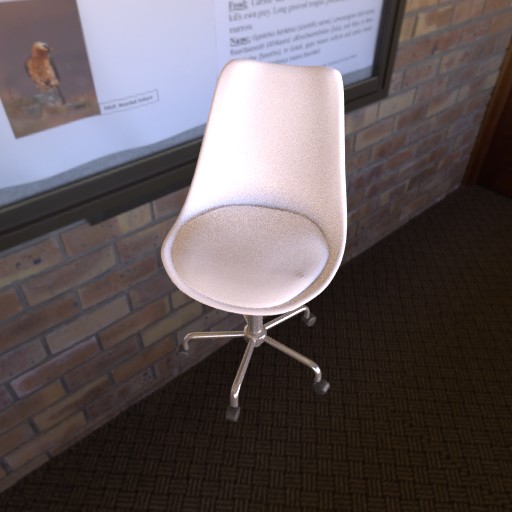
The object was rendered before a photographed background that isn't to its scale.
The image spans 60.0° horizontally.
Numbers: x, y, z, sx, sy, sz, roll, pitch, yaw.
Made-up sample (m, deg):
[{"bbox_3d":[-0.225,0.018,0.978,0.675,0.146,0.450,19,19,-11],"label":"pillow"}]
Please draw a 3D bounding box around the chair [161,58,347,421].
[{"bbox_3d":[0.000,0.000,1.284,0.550,0.930,0.550,11,42,13],"label":"chair"}]
